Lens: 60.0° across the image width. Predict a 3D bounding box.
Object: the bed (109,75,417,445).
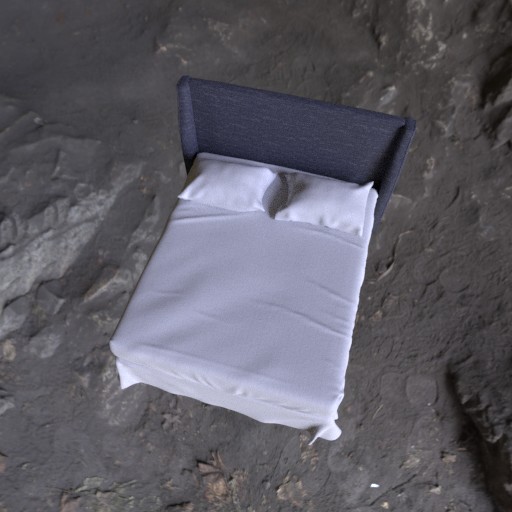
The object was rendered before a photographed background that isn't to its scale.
[{"bbox_3d":[0.000,0.000,3.486,1.925,1.332,2.276,14,60,8],"label":"bed"}]
